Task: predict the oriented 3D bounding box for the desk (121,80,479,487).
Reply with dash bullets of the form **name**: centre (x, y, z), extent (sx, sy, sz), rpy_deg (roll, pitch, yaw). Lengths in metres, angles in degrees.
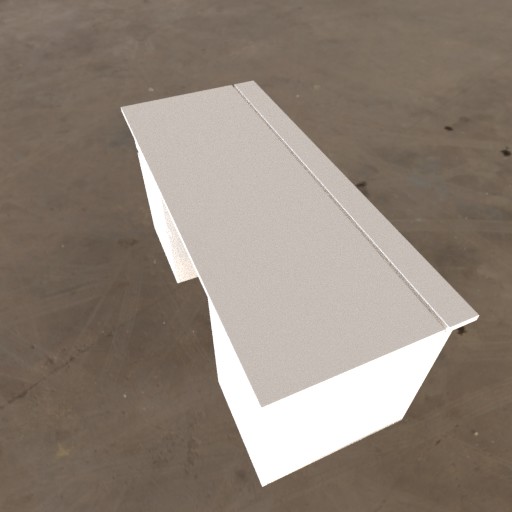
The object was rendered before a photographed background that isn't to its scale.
- **desk**: centre (0.000, 0.000, 1.919), extent (0.670, 0.760, 1.580), rpy_deg (-18, 49, -16)
